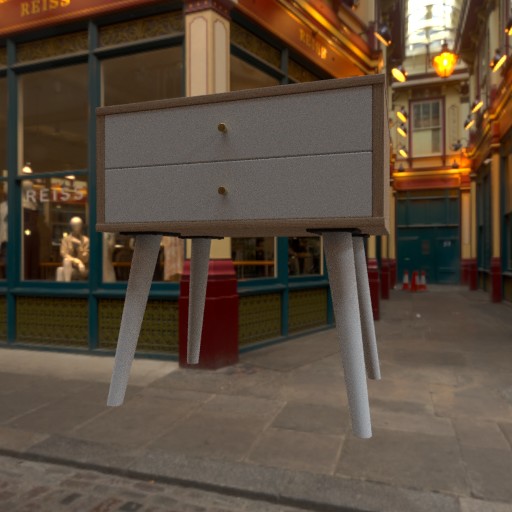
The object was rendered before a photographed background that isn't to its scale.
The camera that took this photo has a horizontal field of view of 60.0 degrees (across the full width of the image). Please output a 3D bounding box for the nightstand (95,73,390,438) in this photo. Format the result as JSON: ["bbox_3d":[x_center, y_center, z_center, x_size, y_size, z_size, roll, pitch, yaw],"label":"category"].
[{"bbox_3d":[0.000,0.000,1.002,0.571,0.610,0.407,0,0,18],"label":"nightstand"}]
